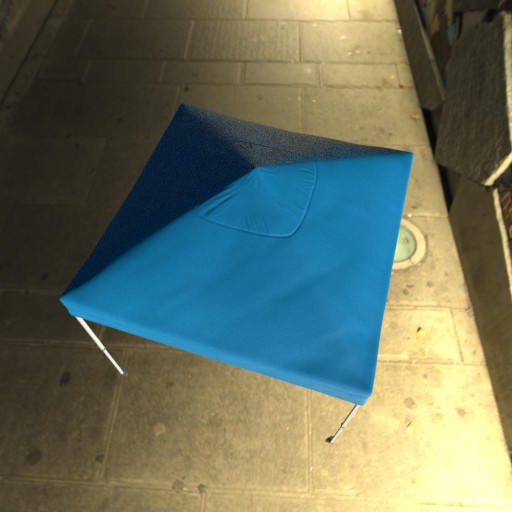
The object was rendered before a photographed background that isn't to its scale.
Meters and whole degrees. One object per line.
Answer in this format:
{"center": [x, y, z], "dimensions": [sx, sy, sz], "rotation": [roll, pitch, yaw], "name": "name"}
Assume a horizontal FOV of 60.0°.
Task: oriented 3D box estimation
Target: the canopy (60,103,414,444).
{"center": [0.000, 0.000, 5.337], "dimensions": [2.996, 2.997, 2.998], "rotation": [15, 59, 9], "name": "canopy"}
